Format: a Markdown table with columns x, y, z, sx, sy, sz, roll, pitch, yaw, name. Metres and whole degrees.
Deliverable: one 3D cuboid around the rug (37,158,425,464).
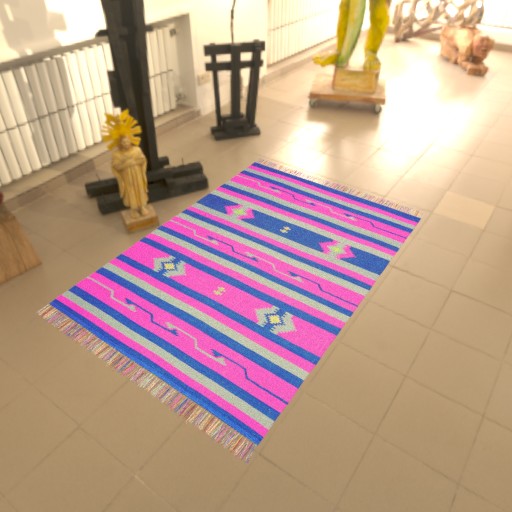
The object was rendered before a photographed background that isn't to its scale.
| x | y | z | sx | sy | sz | roll | pitch | yaw | name |
| --- | --- | --- | --- | --- | --- | --- | --- | --- | --- |
| 0.000 | 0.000 | 2.985 | 1.539 | 0.013 | 2.350 | 24 | 46 | 26 | rug |
